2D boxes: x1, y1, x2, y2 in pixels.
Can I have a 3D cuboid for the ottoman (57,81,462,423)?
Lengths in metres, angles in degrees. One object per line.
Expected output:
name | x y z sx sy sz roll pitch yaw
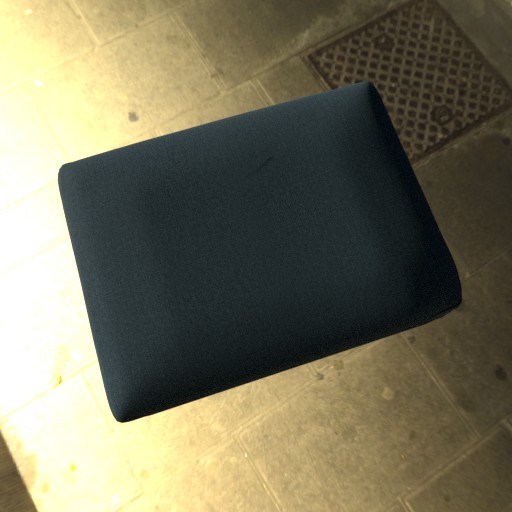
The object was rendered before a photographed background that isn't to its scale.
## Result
ottoman | 0.000 0.000 1.220 0.835 0.503 0.629 -17 76 -4
